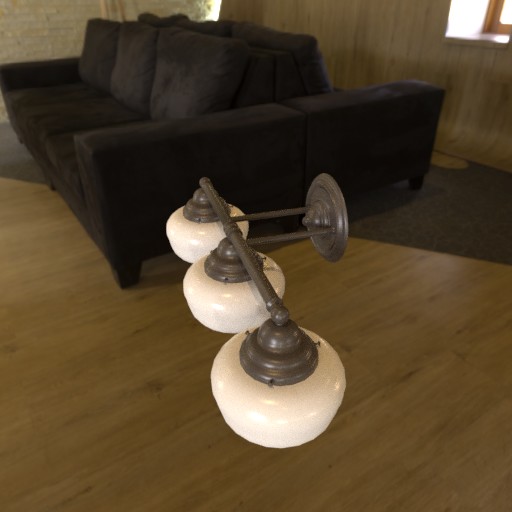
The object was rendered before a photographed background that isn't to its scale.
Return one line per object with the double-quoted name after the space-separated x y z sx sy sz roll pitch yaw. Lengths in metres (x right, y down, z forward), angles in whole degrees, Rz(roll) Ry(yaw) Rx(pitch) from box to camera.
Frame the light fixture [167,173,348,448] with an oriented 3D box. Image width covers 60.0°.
0.000 0.000 0.707 0.239 0.242 0.587 -9 32 -15 "light fixture"
